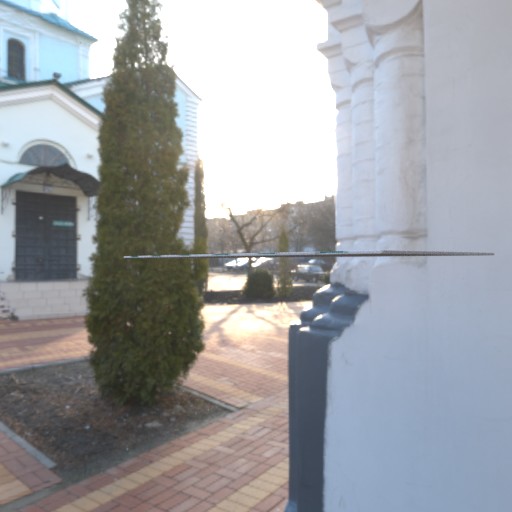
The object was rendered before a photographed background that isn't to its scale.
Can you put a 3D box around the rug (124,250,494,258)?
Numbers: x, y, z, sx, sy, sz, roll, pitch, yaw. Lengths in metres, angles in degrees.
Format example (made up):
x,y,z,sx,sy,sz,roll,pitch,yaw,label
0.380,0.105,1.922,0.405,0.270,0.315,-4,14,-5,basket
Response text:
x,y,z,sx,sy,sz,roll,pitch,yaw,label
0.000,0.000,2.666,0.768,0.012,2.438,0,-1,-36,rug
